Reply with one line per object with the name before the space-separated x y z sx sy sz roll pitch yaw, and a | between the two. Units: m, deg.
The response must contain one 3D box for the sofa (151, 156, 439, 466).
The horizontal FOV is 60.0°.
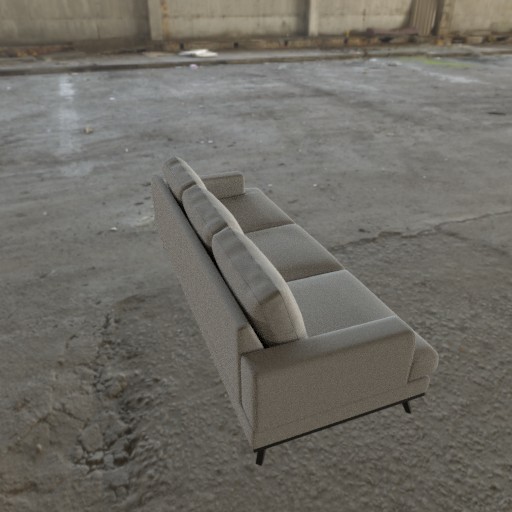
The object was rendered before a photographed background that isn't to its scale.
sofa | 0.000 0.000 2.784 0.920 0.810 2.310 -11 31 -18
